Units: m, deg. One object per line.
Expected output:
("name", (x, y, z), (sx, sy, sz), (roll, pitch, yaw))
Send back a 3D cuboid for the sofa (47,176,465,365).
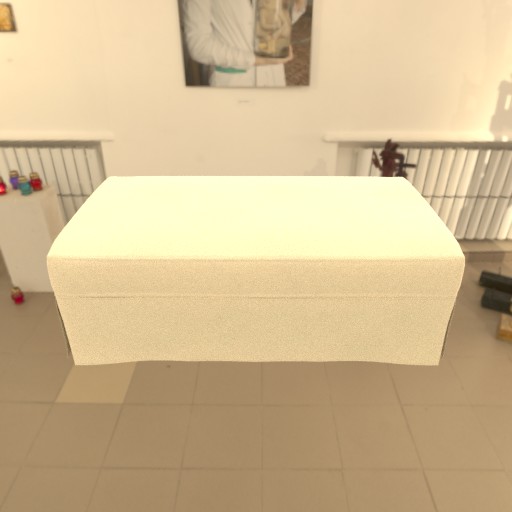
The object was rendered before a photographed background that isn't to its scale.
("sofa", (0.000, 0.000, 2.180), (1.677, 0.552, 0.939), (0, 31, 0))
